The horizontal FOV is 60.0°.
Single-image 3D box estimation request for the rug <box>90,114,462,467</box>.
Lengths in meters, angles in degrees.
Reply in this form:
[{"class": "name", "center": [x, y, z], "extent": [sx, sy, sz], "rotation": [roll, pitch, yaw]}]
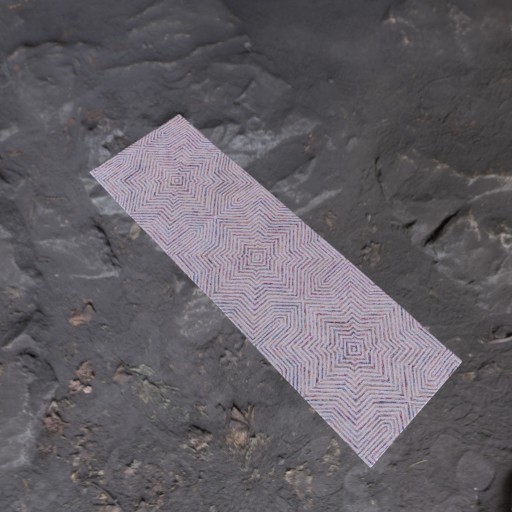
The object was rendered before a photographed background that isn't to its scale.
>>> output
[{"class": "rug", "center": [0.000, 0.000, 2.670], "extent": [0.771, 0.009, 2.443], "rotation": [-40, 69, -18]}]
